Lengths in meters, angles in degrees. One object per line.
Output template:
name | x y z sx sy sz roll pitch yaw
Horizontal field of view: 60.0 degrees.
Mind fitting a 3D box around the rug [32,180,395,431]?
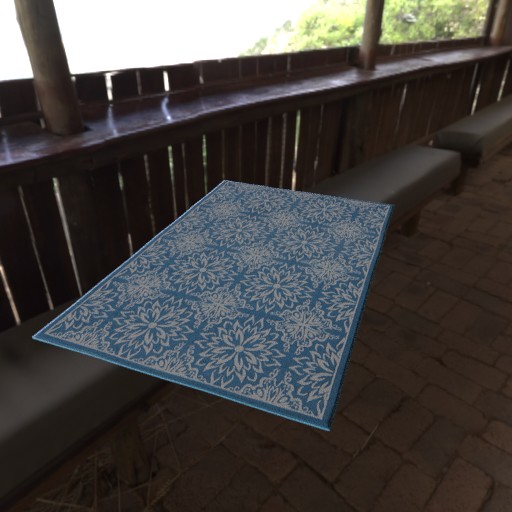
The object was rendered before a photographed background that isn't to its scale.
rug | 0.000 0.000 3.499 1.830 0.018 2.769 11 33 18
